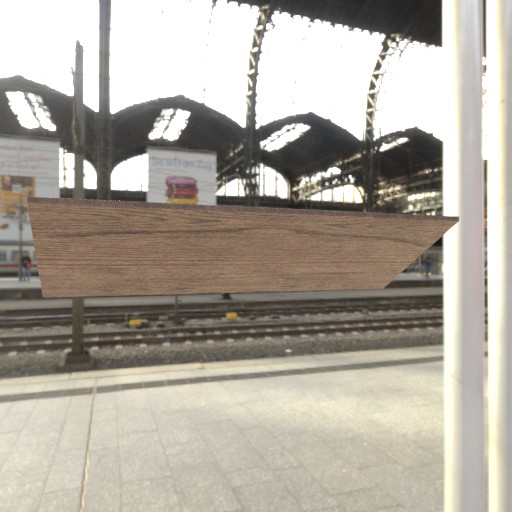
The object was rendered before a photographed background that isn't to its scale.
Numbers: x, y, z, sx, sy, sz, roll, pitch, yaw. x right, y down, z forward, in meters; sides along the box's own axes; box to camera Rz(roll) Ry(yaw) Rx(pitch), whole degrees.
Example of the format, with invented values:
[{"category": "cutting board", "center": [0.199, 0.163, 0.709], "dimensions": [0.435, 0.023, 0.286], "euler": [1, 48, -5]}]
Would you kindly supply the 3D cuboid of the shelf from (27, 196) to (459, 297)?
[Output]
[{"category": "shelf", "center": [0.000, 0.000, 0.683], "dimensions": [0.610, 0.125, 0.200], "euler": [0, -1, -21]}]
